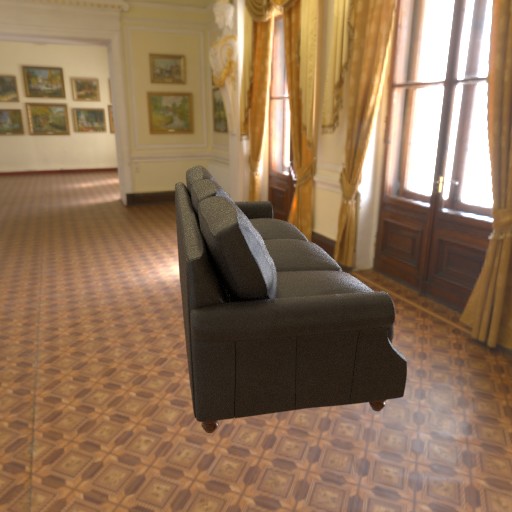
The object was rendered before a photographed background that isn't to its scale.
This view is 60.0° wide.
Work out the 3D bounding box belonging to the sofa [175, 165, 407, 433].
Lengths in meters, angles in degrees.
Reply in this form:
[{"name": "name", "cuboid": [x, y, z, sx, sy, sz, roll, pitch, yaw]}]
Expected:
[{"name": "sofa", "cuboid": [0.000, 0.000, 2.862, 0.974, 0.977, 2.387, -3, 17, -11]}]
